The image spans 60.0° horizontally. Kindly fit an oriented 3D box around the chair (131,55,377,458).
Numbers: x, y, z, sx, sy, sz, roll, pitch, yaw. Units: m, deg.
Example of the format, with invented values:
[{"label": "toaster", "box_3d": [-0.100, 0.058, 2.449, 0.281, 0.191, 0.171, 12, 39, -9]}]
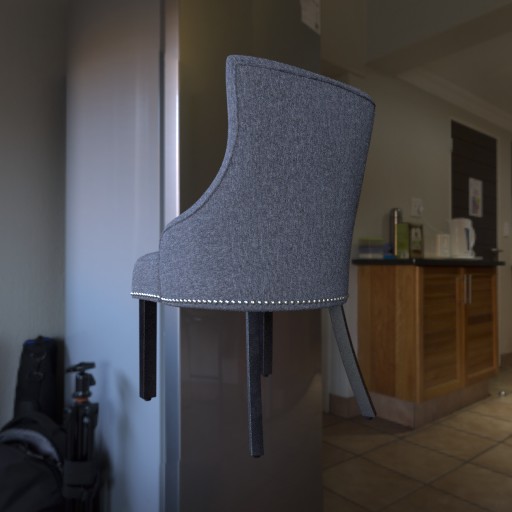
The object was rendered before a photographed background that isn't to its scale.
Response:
[{"label": "chair", "box_3d": [0.000, 0.000, 1.332, 0.566, 0.909, 0.629, 0, 0, -37]}]
